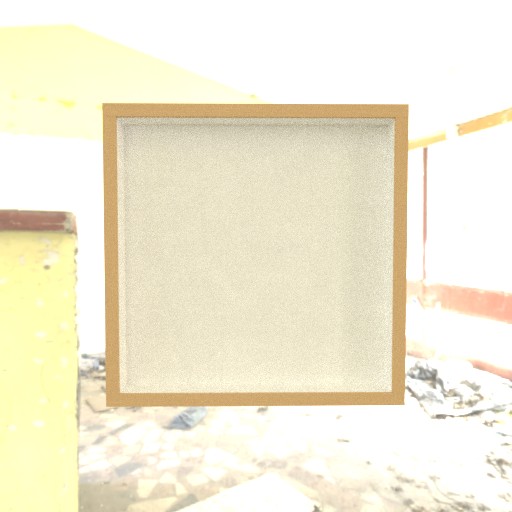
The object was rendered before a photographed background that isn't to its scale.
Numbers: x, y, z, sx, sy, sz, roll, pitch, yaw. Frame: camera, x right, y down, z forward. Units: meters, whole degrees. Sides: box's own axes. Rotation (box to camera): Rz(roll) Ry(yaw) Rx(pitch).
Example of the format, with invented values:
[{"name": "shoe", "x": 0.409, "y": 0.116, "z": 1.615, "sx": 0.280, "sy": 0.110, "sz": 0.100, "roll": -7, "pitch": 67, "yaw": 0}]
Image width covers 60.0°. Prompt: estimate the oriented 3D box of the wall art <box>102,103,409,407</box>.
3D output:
[{"name": "wall art", "x": 0.000, "y": 0.000, "z": 0.610, "sx": 0.405, "sy": 0.405, "sz": 0.038, "roll": 0, "pitch": 2, "yaw": -1}]
